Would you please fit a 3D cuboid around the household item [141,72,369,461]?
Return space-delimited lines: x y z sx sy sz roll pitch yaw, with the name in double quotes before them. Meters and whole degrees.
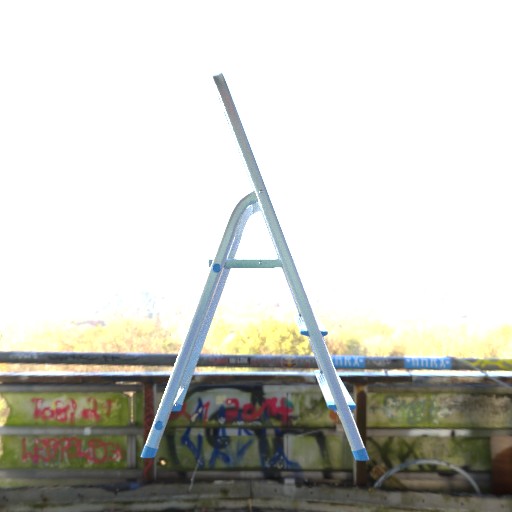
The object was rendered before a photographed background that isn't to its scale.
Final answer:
"household item" 0.000 0.000 1.533 0.687 1.215 0.420 0 0 2
